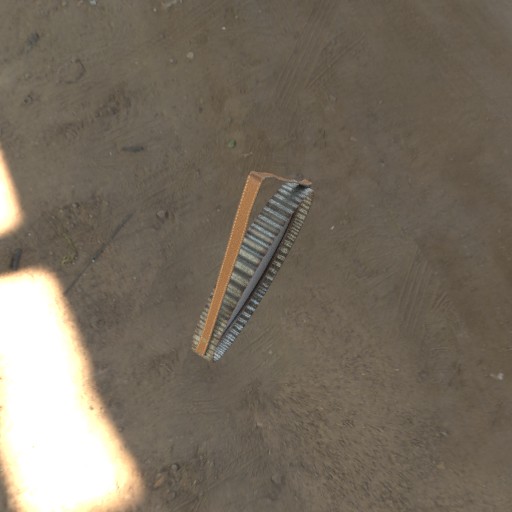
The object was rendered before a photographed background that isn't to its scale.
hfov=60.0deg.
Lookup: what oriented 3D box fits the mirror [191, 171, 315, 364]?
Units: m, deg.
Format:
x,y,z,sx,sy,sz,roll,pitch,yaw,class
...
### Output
x,y,z,sx,sy,sz,roll,pitch,yaw,class
0.000,0.000,0.706,0.042,0.568,0.355,30,76,8,mirror
